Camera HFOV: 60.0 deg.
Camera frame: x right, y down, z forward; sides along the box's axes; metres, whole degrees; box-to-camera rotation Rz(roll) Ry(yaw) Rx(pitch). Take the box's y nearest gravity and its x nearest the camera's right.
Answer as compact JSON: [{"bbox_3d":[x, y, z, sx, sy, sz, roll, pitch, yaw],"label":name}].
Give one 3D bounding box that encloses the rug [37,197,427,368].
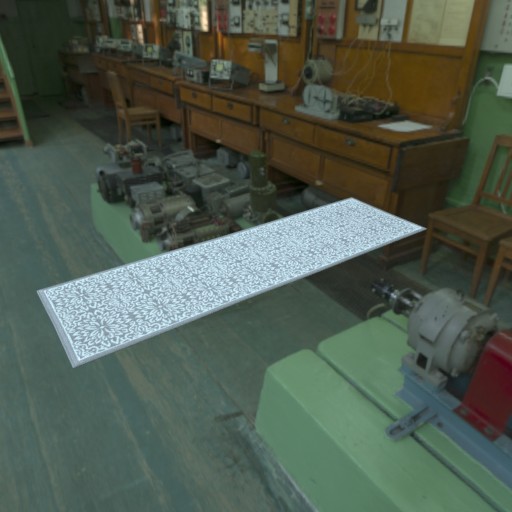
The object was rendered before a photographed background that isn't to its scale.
[{"bbox_3d":[0.000,0.000,2.512,2.196,0.011,0.662,-19,34,-30],"label":"rug"}]
